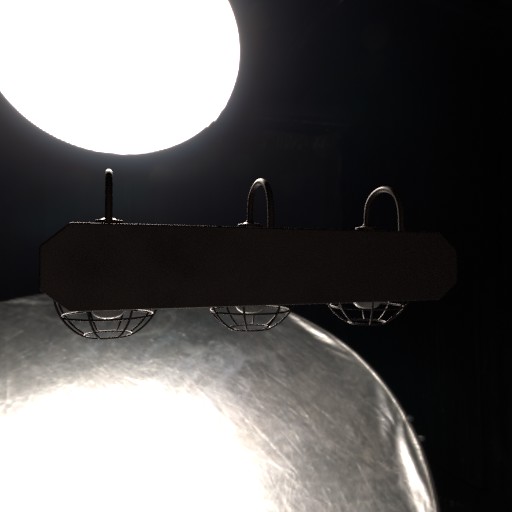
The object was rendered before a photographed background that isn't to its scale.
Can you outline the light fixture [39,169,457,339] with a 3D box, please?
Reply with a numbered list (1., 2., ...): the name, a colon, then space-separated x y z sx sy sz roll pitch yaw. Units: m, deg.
1. light fixture: 0.000 0.000 0.749 0.634 0.254 0.229 0 -1 -18
